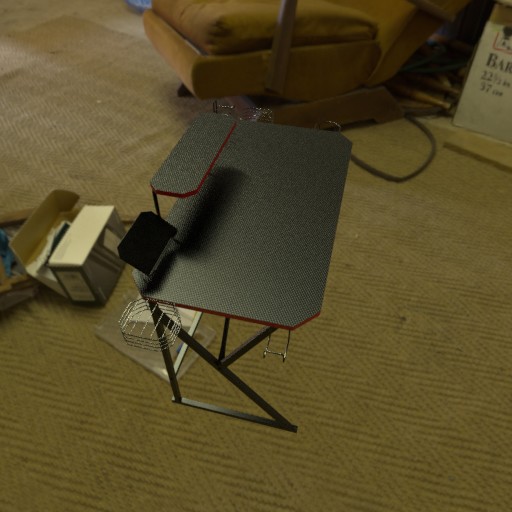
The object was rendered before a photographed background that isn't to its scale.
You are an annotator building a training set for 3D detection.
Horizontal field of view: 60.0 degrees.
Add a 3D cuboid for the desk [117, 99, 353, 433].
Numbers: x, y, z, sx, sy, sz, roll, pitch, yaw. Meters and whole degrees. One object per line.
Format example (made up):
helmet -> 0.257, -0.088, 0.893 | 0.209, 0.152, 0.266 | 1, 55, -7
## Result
desk -> 0.000, 0.000, 1.759 | 0.588, 0.913, 1.280 | 10, 46, 10
